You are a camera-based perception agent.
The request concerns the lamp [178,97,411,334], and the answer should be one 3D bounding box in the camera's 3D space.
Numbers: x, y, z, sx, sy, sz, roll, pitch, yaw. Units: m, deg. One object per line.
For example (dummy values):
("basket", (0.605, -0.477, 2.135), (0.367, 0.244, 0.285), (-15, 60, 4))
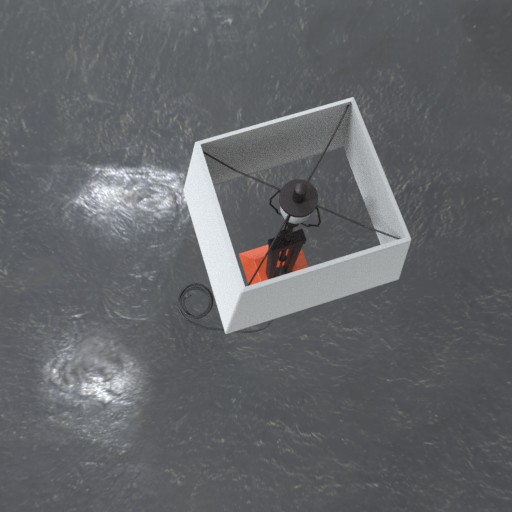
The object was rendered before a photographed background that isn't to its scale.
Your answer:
("lamp", (0.000, 0.000, 1.005), (0.498, 0.737, 0.310), (-17, 78, -4))
